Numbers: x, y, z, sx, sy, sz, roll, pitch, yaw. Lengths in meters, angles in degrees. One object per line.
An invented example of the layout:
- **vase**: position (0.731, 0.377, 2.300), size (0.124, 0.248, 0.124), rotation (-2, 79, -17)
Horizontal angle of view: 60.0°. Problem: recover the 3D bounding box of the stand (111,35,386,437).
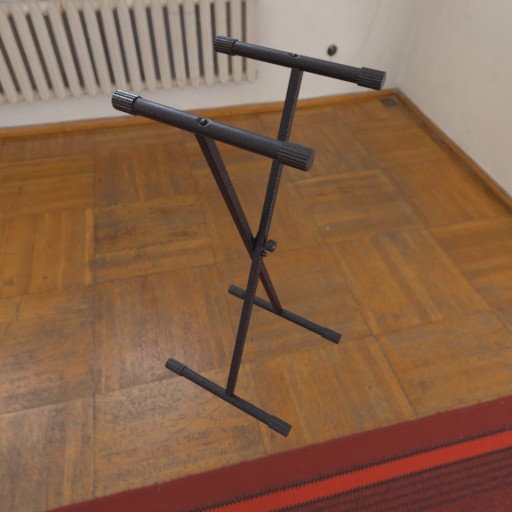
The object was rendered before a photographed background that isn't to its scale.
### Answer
- **stand**: position (0.000, 0.000, 1.171), size (0.449, 0.940, 0.409), rotation (23, 49, 21)
